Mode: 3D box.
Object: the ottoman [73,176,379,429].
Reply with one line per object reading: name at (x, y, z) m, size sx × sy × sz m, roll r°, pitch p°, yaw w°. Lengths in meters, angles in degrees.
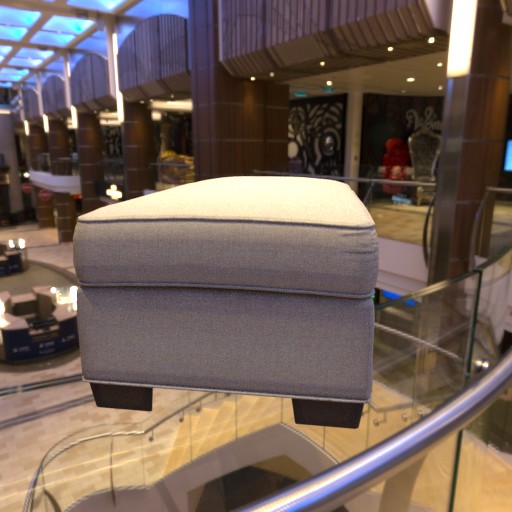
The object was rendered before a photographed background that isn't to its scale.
ottoman at (0.000, 0.000, 1.397) m, size 0.617 × 0.461 × 1.097 m, roll 2°, pitch 14°, yaw 8°
